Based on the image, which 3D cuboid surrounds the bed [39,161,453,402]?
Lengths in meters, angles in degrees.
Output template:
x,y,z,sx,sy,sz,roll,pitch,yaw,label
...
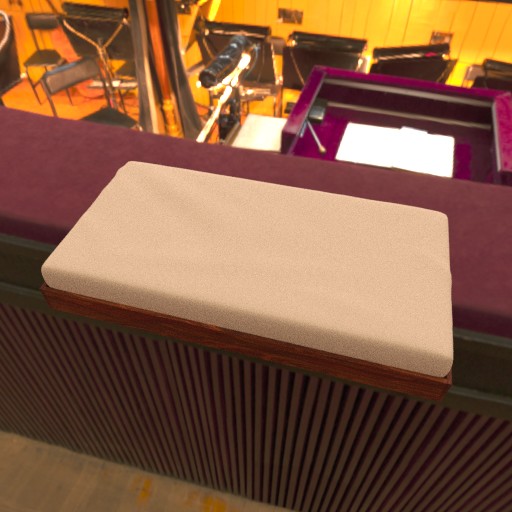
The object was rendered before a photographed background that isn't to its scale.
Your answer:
x,y,z,sx,sy,sz,roll,pitch,yaw,label
0.000,0.000,2.227,1.860,0.312,0.940,11,47,11,bed
